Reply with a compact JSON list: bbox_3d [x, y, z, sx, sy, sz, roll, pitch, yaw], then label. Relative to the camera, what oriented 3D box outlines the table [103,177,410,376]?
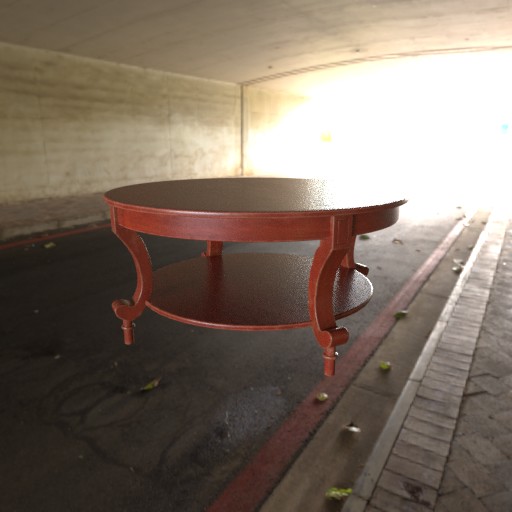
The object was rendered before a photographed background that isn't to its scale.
[{"bbox_3d":[0.000,0.000,1.623,1.029,0.486,1.029,0,15,0],"label":"table"}]
